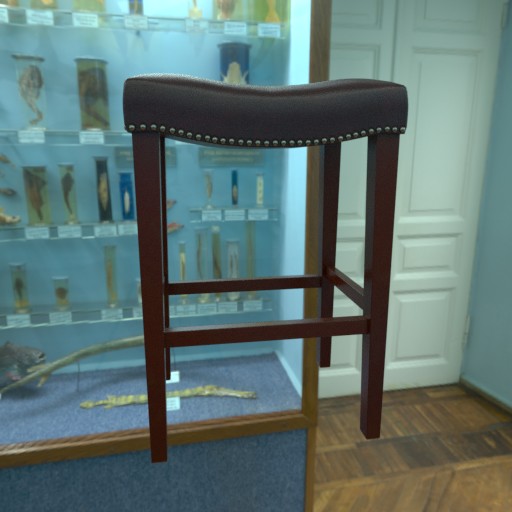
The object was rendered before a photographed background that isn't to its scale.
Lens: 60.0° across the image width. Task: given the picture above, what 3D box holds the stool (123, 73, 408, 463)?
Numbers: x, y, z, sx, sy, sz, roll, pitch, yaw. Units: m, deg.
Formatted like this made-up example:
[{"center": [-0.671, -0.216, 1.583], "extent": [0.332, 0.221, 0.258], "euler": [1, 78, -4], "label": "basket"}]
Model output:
[{"center": [0.000, 0.000, 1.001], "extent": [0.504, 0.742, 0.372], "euler": [-2, 14, -9], "label": "stool"}]
